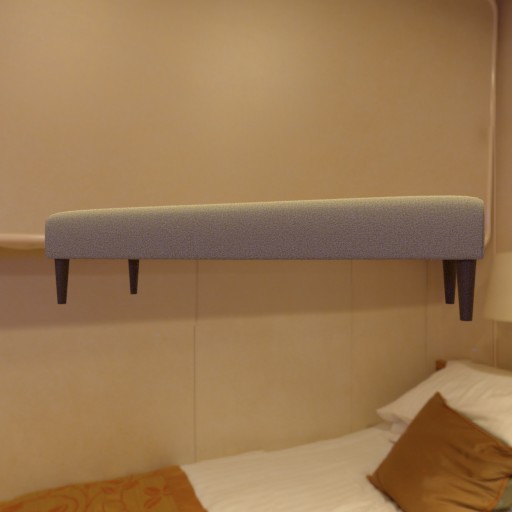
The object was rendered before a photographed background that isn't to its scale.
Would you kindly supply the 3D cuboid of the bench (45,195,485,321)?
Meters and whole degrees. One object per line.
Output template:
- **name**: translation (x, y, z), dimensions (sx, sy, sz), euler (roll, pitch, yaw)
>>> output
- **bench**: translation (0.000, 0.000, 1.822), dimensions (1.609, 0.393, 0.646), euler (0, 0, 19)
